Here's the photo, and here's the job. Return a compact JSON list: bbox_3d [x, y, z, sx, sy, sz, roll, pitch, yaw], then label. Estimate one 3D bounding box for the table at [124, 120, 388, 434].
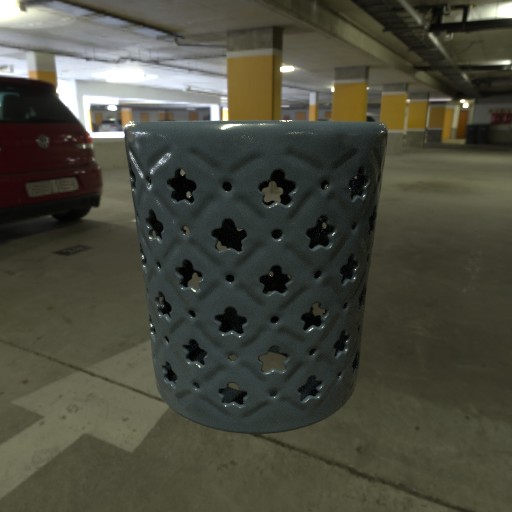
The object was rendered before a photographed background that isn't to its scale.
[{"bbox_3d":[0.000,0.000,0.660,0.352,0.387,0.352,0,16,0],"label":"table"}]
